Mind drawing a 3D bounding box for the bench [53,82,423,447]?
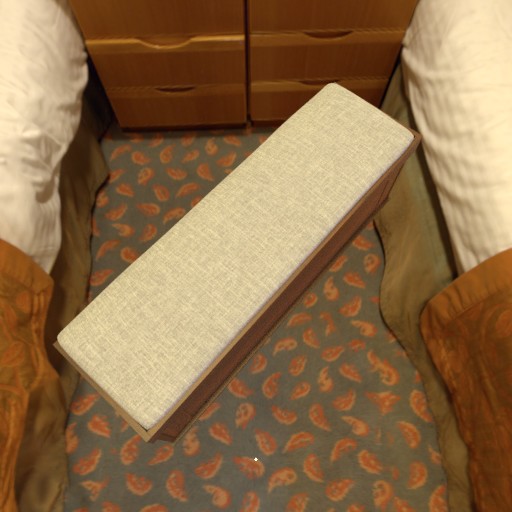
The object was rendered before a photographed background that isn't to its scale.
[{"bbox_3d":[0.000,0.000,1.454,0.367,0.468,1.196,38,71,16],"label":"bench"}]
